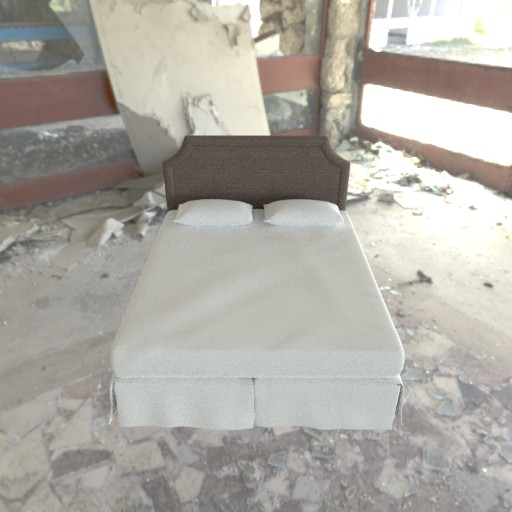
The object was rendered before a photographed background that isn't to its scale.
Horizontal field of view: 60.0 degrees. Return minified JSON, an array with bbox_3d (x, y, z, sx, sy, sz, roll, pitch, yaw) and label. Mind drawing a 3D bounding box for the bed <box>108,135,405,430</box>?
[{"bbox_3d":[0.000,0.000,4.282,2.350,1.590,2.773,0,30,0],"label":"bed"}]
